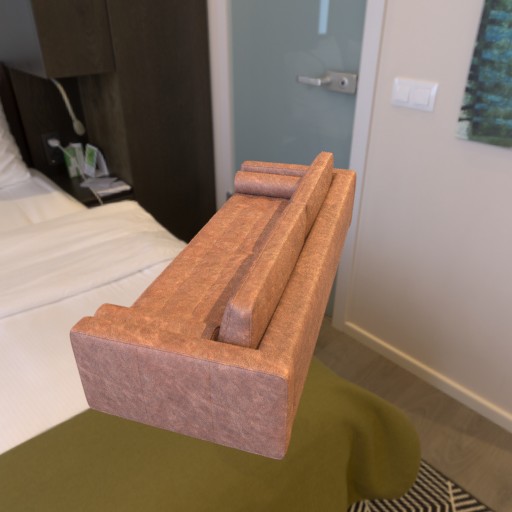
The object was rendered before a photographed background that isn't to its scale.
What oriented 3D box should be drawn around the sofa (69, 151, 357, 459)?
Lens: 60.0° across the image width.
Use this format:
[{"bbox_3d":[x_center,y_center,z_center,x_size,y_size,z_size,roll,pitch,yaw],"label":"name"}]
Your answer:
[{"bbox_3d":[0.000,0.000,2.609,0.914,0.762,2.210,9,31,15],"label":"sofa"}]
